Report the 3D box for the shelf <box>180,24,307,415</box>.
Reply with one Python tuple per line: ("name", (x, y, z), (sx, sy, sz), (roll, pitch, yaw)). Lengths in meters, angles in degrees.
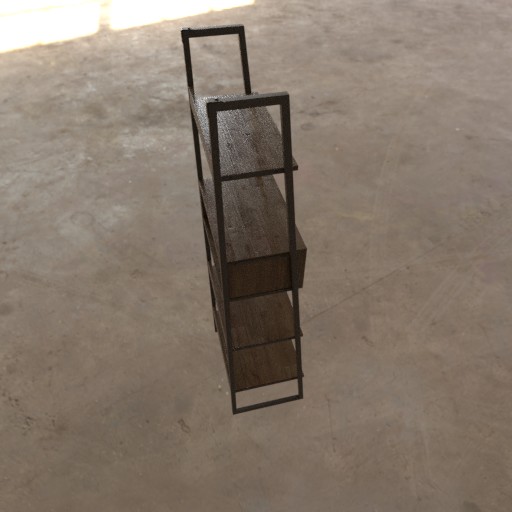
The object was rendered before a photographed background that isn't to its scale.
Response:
("shelf", (0.000, 0.000, 2.254), (0.454, 2.005, 0.652), (-10, 46, -10))
